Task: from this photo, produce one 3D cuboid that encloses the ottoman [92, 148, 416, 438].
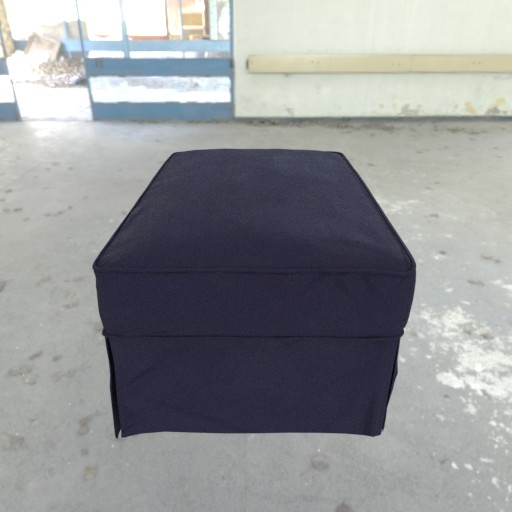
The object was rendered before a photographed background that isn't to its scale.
[{"bbox_3d":[0.000,0.000,1.313,0.637,0.503,0.938,0,27,1],"label":"ottoman"}]
